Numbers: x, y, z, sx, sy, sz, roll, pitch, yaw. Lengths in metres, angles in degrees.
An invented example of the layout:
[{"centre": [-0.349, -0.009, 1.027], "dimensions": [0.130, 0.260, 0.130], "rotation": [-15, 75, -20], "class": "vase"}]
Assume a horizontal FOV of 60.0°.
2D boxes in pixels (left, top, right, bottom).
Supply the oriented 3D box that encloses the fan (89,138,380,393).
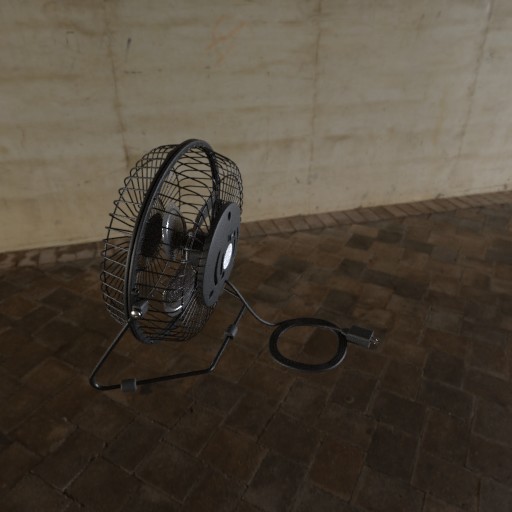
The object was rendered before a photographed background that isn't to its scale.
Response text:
[{"centre": [0.000, 0.000, 0.381], "dimensions": [0.227, 0.188, 0.209], "rotation": [8, 30, 14], "class": "fan"}]
